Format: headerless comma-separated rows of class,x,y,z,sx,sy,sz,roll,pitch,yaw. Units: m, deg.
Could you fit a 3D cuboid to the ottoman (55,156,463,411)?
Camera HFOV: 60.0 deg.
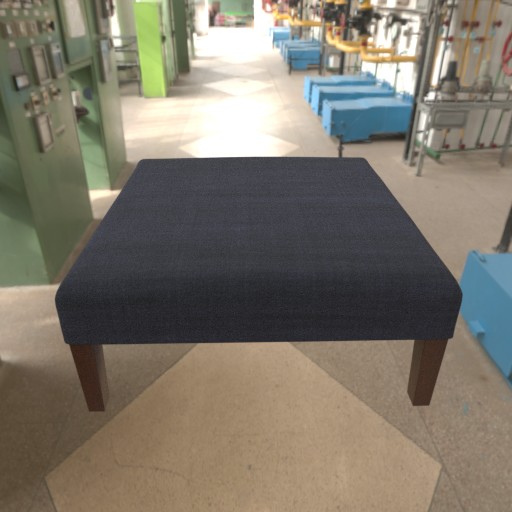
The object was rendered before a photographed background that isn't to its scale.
ottoman,0.000,0.000,1.401,0.890,0.411,0.889,-1,30,-1
